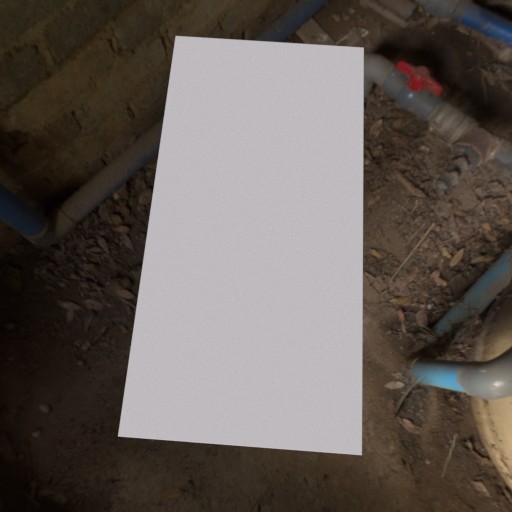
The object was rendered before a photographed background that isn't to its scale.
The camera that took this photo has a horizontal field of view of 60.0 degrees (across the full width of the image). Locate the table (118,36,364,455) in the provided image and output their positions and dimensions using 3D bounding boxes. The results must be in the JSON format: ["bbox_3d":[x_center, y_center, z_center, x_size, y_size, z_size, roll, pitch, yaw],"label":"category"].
[{"bbox_3d":[0.000,0.000,1.349,0.498,0.660,0.991,4,74,1],"label":"table"}]
